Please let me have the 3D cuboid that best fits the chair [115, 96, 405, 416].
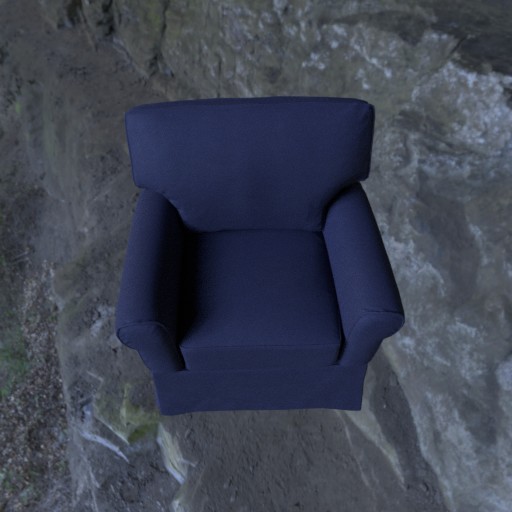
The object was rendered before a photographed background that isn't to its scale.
[{"bbox_3d":[0.000,0.000,1.978,1.119,1.140,1.002,-2,47,-2],"label":"chair"}]
